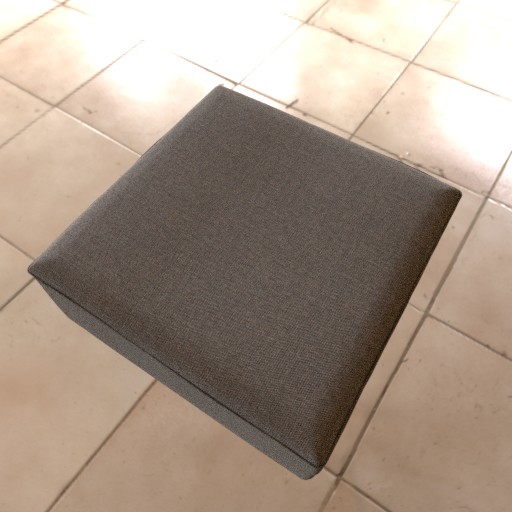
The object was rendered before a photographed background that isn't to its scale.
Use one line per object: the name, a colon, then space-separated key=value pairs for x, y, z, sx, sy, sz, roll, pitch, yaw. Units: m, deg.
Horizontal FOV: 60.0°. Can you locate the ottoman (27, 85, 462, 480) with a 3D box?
ottoman: x=0.000 y=0.000 z=1.534 sx=1.023 sy=0.423 sz=1.017 roll=29 pitch=63 yaw=16
